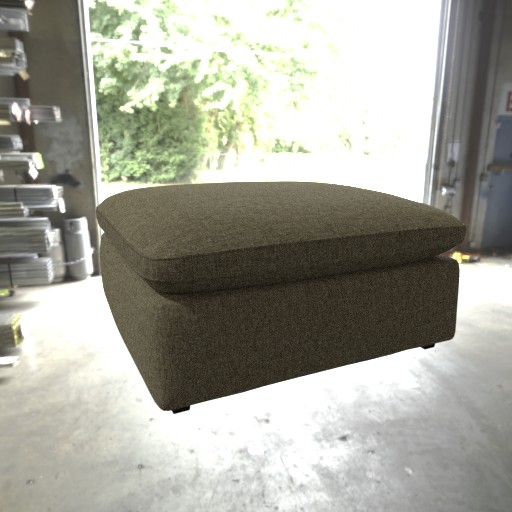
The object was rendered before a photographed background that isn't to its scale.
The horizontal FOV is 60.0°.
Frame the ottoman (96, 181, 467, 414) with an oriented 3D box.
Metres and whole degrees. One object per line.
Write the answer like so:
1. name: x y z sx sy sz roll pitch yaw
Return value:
1. ottoman: 0.000 0.000 1.636 1.035 0.526 1.039 -7 15 -25
